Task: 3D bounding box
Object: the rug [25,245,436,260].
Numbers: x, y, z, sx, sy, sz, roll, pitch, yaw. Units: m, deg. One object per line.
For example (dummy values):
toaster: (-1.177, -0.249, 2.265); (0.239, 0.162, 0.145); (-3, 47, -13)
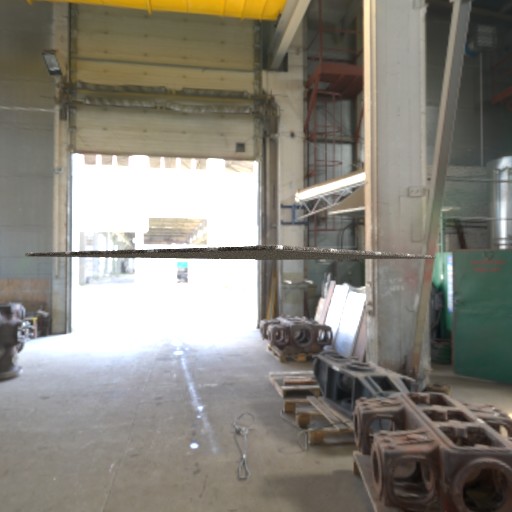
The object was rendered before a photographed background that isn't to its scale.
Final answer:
rug: (0.000, 0.000, 4.100); (2.438, 0.029, 3.047); (-1, -2, 36)
